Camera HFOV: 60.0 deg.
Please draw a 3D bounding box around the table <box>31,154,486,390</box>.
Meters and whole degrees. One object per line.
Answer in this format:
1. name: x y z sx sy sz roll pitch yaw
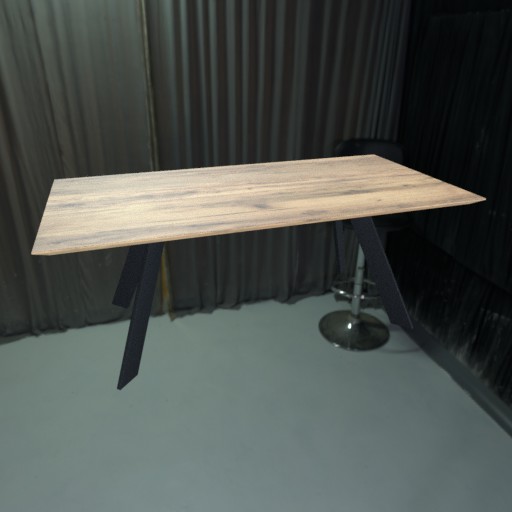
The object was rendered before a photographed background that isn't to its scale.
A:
1. table: 0.000 0.000 2.444 2.000 0.770 1.000 -8 27 -16
